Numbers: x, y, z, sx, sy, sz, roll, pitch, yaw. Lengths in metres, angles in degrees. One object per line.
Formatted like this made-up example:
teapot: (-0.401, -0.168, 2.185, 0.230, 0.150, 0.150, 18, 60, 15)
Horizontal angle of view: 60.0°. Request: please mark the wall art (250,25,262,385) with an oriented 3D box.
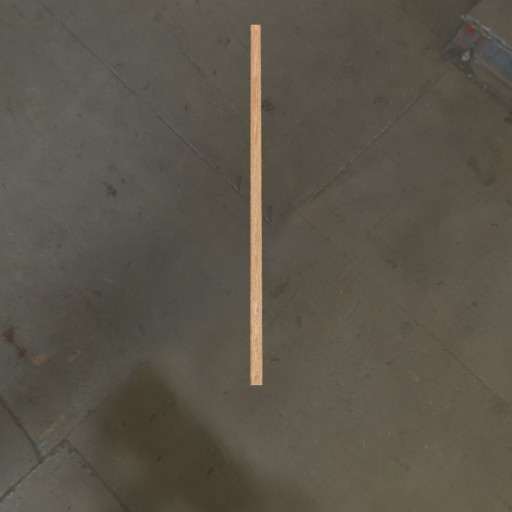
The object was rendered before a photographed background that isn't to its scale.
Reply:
wall art: (0.000, 0.000, 1.905, 0.028, 1.533, 0.999, 0, 76, 0)
